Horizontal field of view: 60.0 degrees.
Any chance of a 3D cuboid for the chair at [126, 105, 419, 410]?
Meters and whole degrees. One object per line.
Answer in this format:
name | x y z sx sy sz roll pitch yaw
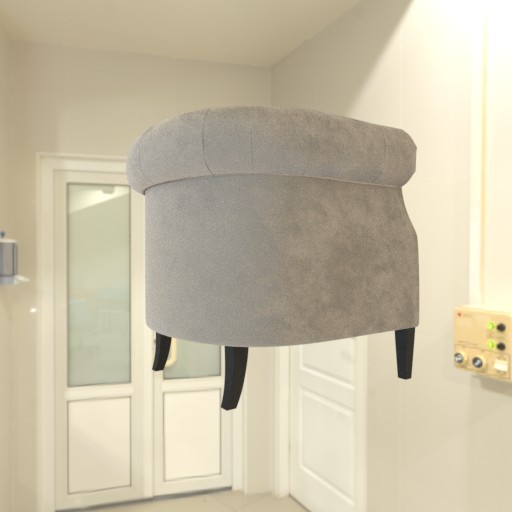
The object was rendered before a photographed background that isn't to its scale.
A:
chair | 0.000 0.000 1.562 0.851 0.826 0.904 0 1 -36
